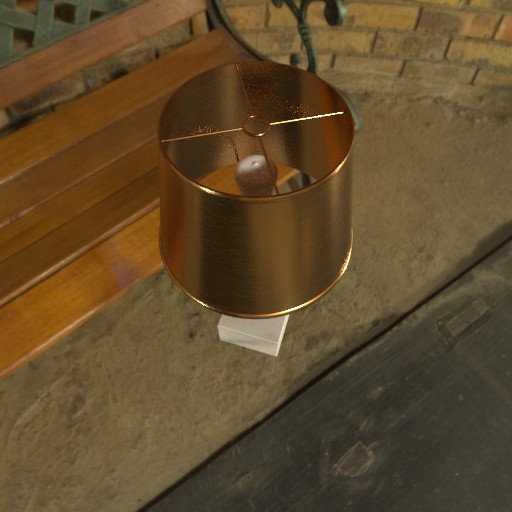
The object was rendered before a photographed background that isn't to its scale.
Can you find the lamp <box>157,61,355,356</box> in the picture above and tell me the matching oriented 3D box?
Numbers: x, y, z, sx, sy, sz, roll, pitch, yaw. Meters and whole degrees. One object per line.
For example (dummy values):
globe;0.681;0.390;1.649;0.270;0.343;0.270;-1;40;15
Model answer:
lamp;0.000;0.000;0.524;0.208;0.406;0.208;0;58;0
